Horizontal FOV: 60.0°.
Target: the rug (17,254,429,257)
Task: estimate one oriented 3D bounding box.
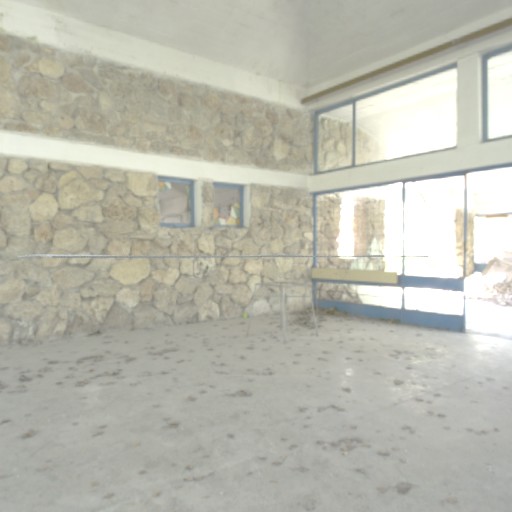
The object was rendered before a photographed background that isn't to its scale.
[{"bbox_3d":[0.000,0.000,2.657,2.439,0.013,0.762,0,0,-37],"label":"rug"}]
